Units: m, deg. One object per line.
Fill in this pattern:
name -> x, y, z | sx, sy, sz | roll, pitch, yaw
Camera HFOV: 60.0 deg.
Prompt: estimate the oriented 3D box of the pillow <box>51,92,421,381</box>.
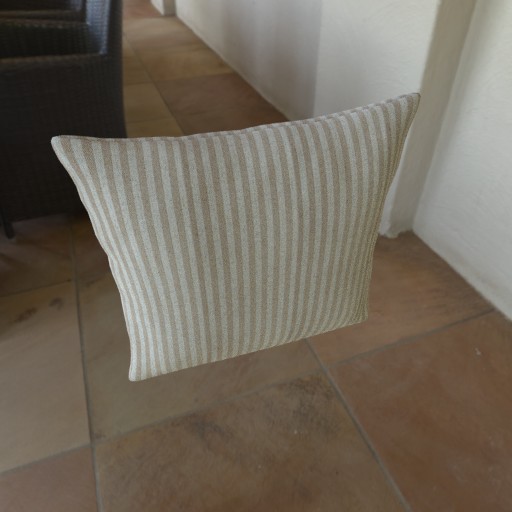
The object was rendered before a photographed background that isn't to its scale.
pillow -> 0.000, 0.000, 0.761 | 0.523, 0.510, 0.166 | -12, 41, -13
